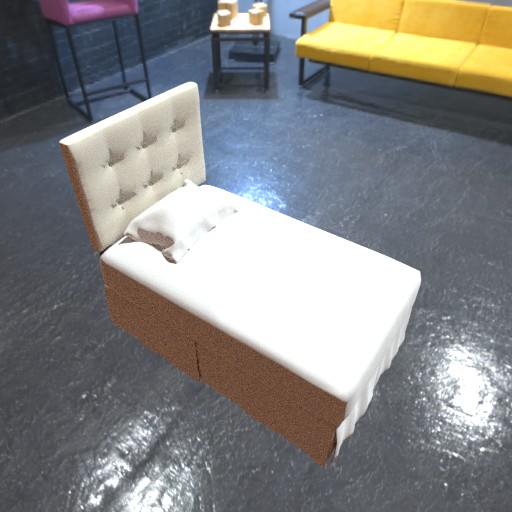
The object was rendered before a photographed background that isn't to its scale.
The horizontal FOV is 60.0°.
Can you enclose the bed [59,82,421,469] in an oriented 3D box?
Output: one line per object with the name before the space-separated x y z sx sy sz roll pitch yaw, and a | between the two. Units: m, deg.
bed | 0.000 0.000 2.957 1.997 1.571 1.261 25 47 25
